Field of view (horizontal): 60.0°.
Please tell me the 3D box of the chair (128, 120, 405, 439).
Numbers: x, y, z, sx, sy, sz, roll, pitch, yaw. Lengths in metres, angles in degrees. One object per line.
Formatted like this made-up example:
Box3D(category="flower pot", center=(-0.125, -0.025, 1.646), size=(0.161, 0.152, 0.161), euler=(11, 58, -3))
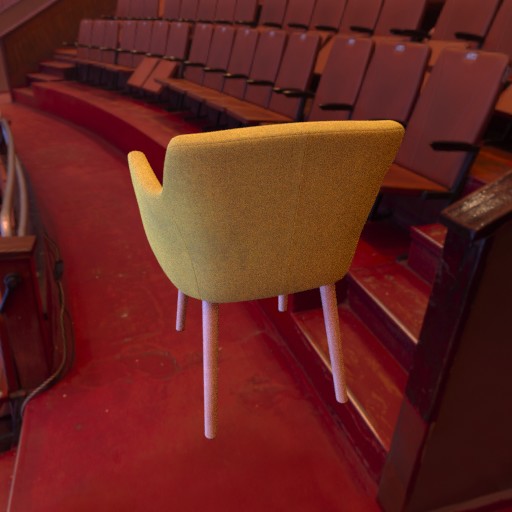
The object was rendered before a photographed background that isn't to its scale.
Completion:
Box3D(category="chair", center=(0.000, 0.000, 1.174), size=(0.570, 0.780, 0.570), euler=(-9, 29, -16))
